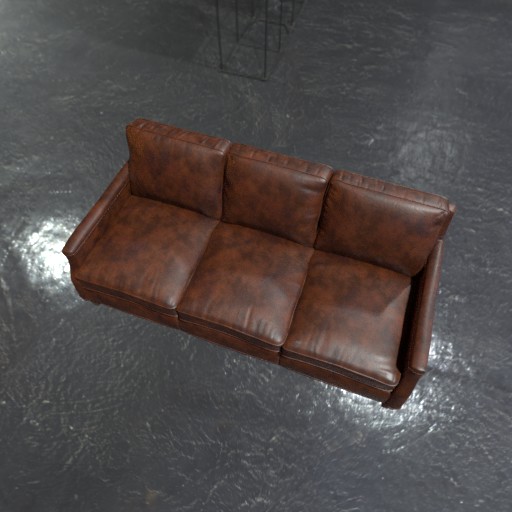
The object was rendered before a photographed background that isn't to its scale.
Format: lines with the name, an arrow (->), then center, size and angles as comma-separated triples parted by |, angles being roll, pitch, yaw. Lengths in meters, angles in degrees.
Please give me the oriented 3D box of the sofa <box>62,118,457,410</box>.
sofa -> 0.000, 0.000, 2.848 | 2.240, 1.003, 1.084 | 17, 58, 11
